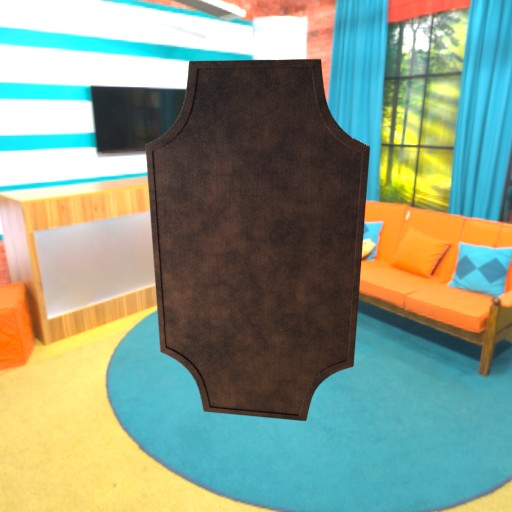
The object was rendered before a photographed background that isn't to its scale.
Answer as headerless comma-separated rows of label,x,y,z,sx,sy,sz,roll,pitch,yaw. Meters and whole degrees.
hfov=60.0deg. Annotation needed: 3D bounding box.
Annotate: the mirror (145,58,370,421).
mirror,0.000,0.000,1.005,0.462,0.811,0.066,3,18,8
